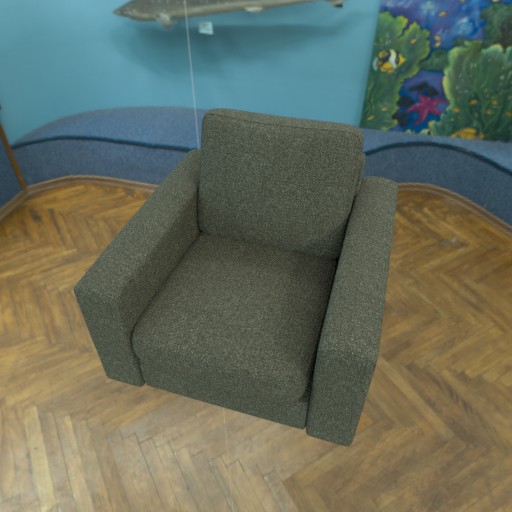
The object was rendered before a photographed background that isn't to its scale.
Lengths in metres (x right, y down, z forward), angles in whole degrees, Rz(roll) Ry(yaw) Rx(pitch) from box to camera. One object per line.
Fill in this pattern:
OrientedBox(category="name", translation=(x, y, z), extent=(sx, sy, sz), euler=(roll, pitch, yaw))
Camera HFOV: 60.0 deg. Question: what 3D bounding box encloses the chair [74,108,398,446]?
OrientedBox(category="chair", translation=(0.000, 0.000, 1.769), extent=(1.005, 0.873, 1.016), euler=(12, 43, 13))
